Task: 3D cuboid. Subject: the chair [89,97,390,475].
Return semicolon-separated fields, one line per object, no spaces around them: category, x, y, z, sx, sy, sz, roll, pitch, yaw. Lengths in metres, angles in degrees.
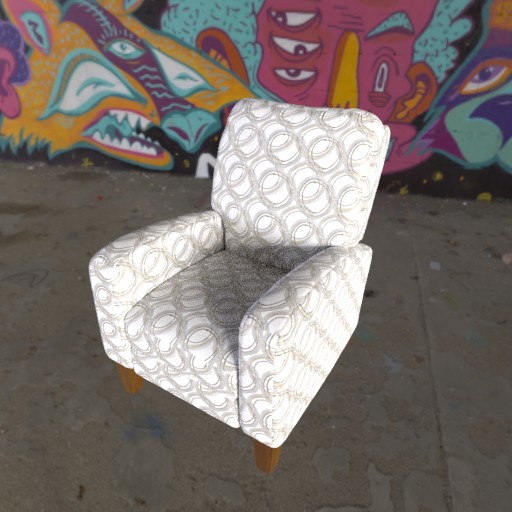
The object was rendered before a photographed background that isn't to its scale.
chair;0.000;0.000;1.751;0.796;1.065;0.995;18;34;28
